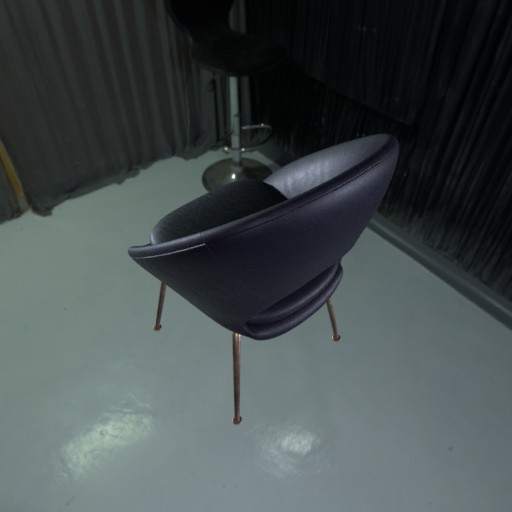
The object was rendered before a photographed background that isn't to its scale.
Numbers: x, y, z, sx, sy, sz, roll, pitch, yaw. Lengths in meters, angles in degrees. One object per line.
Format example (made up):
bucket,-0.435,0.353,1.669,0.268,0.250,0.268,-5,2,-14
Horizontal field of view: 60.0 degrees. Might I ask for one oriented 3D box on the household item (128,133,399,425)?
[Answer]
household item,0.000,0.000,1.235,0.623,0.852,0.573,-32,54,-27
